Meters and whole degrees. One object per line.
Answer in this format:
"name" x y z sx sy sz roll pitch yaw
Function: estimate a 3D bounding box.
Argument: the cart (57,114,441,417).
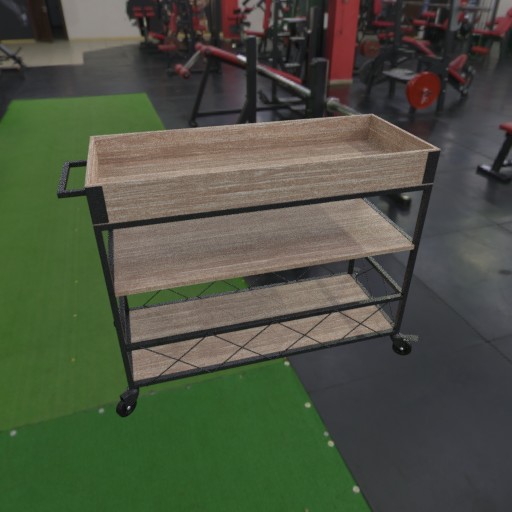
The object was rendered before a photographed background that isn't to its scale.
"cart" 0.000 0.000 1.514 1.101 0.787 0.500 -9 33 -13
